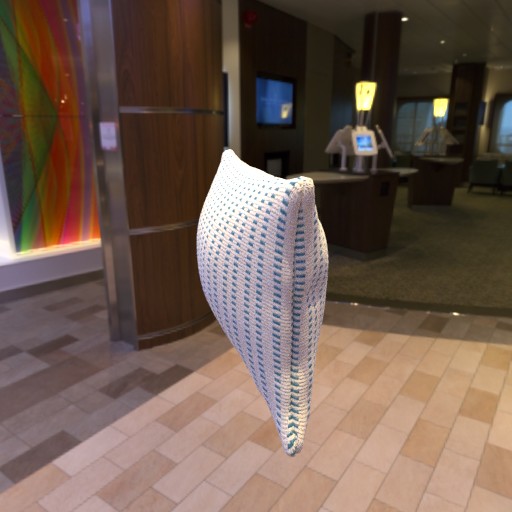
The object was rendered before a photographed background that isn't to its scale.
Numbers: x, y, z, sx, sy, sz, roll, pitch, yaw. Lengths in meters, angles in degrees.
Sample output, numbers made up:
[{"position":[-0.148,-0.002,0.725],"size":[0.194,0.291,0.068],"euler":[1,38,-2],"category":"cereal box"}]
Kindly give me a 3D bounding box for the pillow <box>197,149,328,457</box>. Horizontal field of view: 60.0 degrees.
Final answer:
[{"position":[0.000,0.000,0.814],"size":[0.210,0.353,0.640],"euler":[-3,17,-11],"category":"pillow"}]
